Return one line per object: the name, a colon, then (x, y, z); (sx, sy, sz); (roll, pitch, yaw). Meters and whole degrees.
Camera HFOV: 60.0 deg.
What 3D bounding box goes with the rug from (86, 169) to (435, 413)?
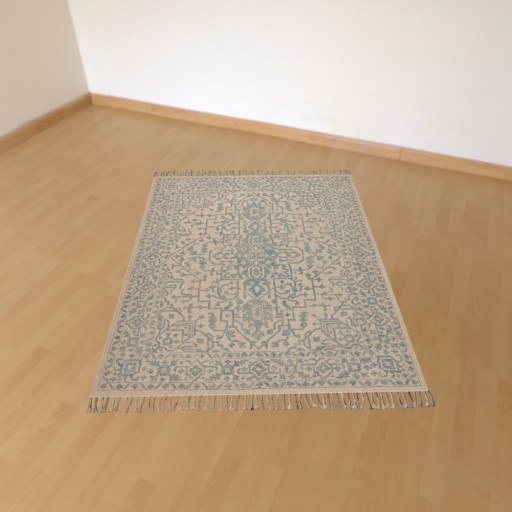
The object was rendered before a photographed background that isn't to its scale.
rug: (0.000, 0.000, 4.345); (2.464, 0.010, 3.327); (-1, 41, -1)
